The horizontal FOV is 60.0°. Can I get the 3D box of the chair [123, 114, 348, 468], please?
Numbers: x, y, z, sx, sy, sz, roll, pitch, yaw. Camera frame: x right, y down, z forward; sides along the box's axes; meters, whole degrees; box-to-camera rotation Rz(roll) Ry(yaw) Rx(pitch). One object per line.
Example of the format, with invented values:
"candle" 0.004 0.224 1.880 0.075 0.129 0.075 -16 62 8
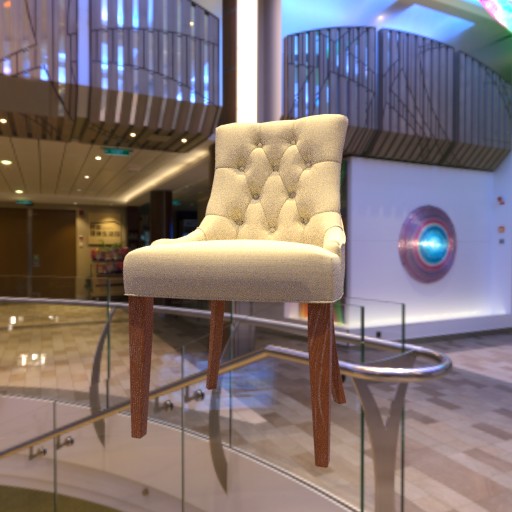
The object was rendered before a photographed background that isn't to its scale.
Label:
"chair" 0.000 0.000 1.219 0.509 0.874 0.565 0 1 18
